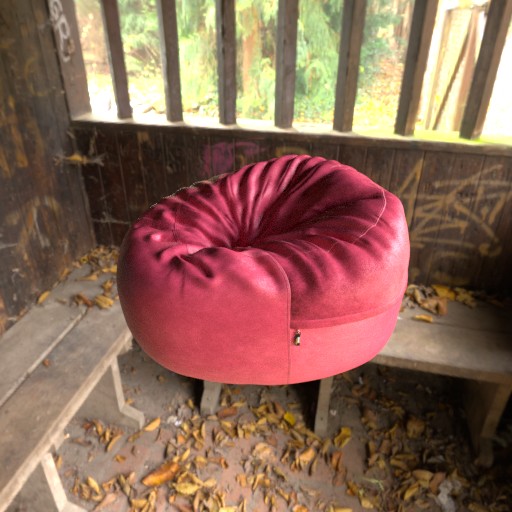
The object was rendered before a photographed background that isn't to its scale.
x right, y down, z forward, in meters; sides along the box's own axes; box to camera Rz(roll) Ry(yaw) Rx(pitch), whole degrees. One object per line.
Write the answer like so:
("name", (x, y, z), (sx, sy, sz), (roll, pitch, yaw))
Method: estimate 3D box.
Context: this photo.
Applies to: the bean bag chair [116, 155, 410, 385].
("bean bag chair", (0.000, 0.000, 2.492), (1.524, 0.878, 1.524), (-8, 31, -13))
